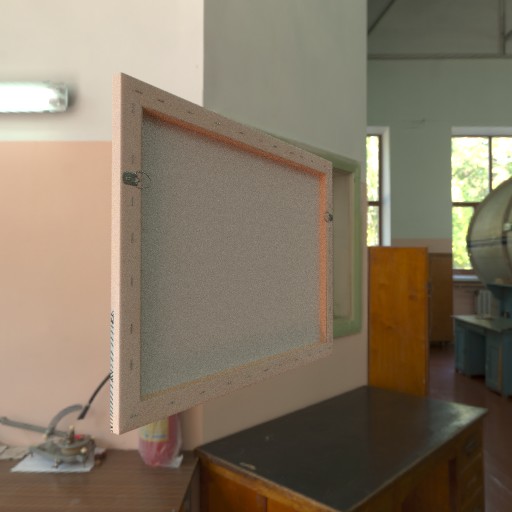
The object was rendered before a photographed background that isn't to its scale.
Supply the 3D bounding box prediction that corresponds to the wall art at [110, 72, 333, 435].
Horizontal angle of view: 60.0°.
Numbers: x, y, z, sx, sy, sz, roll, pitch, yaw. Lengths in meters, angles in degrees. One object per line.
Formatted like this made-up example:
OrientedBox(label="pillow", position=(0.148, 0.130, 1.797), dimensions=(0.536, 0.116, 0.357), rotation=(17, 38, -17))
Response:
OrientedBox(label="wall art", position=(0.000, 0.000, 1.617), dimensions=(0.042, 0.912, 1.219), rotation=(-1, -1, 35))
